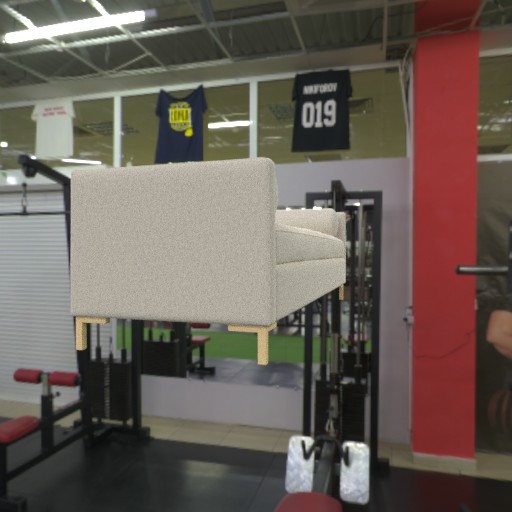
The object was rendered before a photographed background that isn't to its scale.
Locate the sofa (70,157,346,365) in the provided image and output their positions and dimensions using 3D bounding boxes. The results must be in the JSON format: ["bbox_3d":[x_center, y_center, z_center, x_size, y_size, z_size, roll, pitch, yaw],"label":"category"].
[{"bbox_3d":[0.000,0.000,2.360,0.746,0.641,1.985,0,0,18],"label":"sofa"}]
